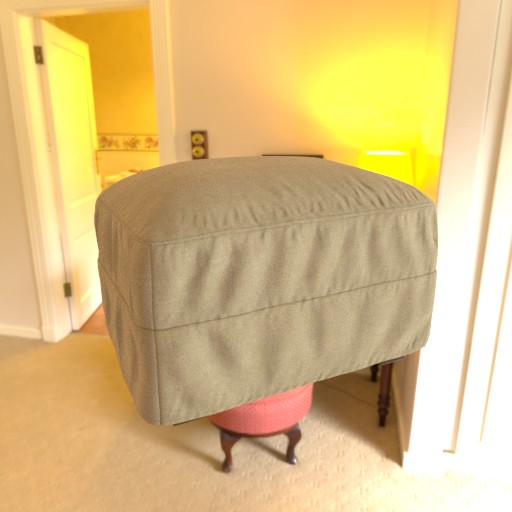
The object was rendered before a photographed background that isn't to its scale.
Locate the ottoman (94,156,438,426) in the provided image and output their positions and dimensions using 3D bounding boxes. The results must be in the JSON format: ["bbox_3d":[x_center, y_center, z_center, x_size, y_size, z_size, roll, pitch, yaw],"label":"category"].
[{"bbox_3d":[0.000,0.000,1.096,0.712,0.480,0.584,-8,18,-25],"label":"ottoman"}]
